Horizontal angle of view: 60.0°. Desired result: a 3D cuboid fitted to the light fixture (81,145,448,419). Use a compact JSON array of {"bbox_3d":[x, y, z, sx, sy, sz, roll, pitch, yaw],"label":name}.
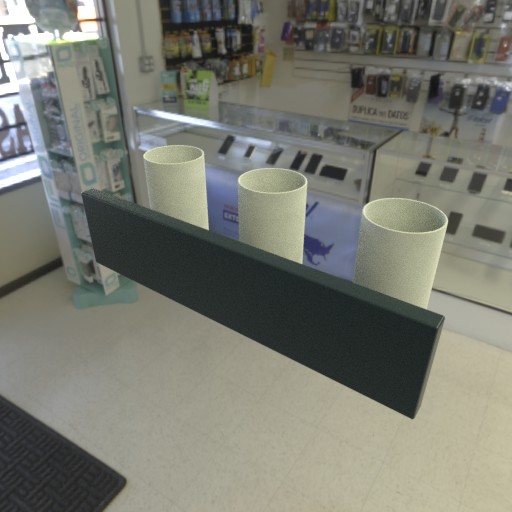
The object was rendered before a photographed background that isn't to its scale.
[{"bbox_3d":[0.000,0.000,0.528,0.451,0.172,0.145,21,36,31],"label":"light fixture"}]
